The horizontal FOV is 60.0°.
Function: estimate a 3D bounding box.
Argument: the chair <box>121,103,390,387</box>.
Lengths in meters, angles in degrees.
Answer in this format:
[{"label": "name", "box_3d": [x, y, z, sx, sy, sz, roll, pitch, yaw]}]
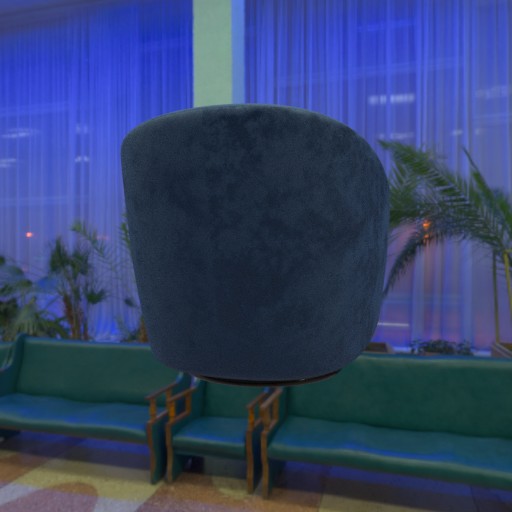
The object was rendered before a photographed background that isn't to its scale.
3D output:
[{"label": "chair", "box_3d": [0.000, 0.000, 1.357, 0.773, 0.698, 0.767, 0, 0, 18]}]
